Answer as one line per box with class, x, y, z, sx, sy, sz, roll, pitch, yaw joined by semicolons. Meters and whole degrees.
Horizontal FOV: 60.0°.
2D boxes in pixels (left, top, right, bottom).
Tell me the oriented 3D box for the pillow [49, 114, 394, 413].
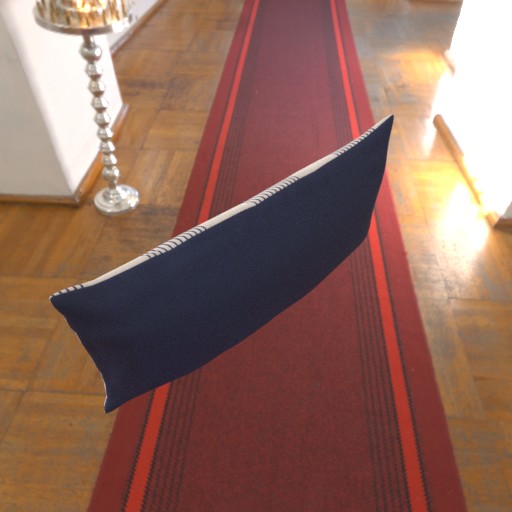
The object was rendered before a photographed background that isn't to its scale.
pillow;0.000;0.000;0.717;0.610;0.287;0.151;-32;54;-27
